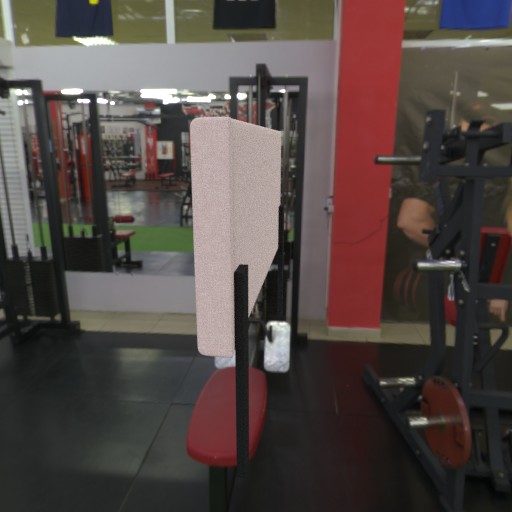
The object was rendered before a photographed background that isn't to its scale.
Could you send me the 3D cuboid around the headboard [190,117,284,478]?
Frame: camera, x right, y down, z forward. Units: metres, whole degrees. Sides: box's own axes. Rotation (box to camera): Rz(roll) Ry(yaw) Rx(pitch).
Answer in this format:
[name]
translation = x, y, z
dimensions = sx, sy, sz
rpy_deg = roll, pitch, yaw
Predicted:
[headboard]
translation = 0.000, 0.000, 2.722
dimensions = 0.184, 1.524, 2.051
rpy_deg = 2, 14, 8
